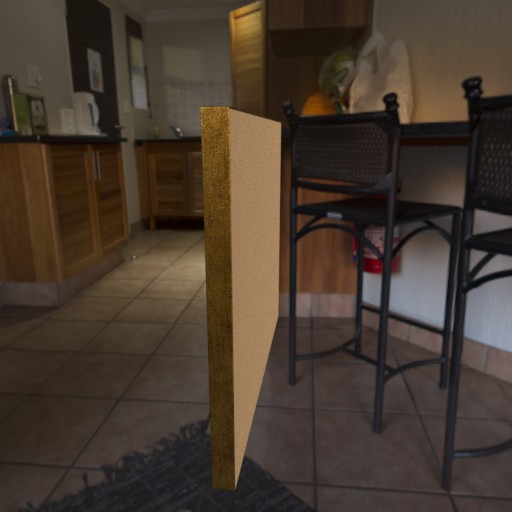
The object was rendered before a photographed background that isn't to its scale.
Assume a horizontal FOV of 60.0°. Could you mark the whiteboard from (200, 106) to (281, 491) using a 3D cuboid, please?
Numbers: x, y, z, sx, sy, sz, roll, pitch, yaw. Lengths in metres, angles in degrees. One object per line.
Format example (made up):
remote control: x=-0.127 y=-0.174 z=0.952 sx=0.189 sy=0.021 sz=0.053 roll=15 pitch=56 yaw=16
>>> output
whiteboard: x=0.000 y=0.000 z=0.764 sx=0.029 sy=0.457 sz=0.561 roll=2 pitch=15 yaw=8
